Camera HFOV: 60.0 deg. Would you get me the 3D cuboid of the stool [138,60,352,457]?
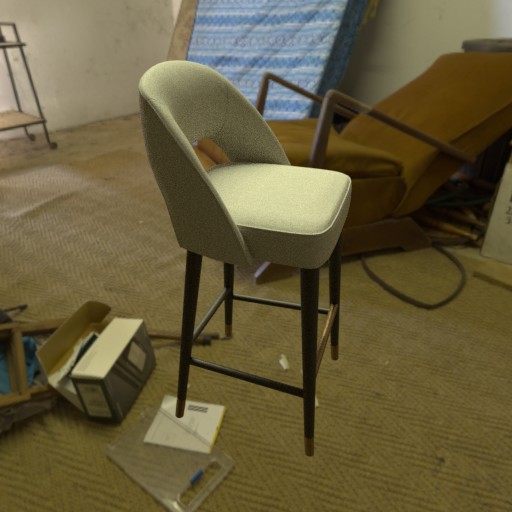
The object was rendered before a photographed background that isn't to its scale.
[{"bbox_3d":[0.000,0.000,1.306,0.509,1.037,0.494,10,31,16],"label":"stool"}]
